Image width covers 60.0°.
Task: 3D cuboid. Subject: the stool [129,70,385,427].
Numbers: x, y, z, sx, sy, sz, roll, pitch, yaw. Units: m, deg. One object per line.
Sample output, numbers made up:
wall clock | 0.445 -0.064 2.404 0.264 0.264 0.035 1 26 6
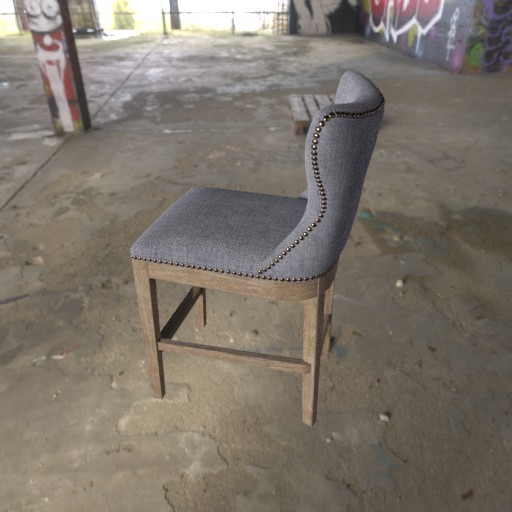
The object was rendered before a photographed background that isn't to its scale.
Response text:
stool | 0.000 0.000 1.315 0.608 0.981 0.498 9 33 14
